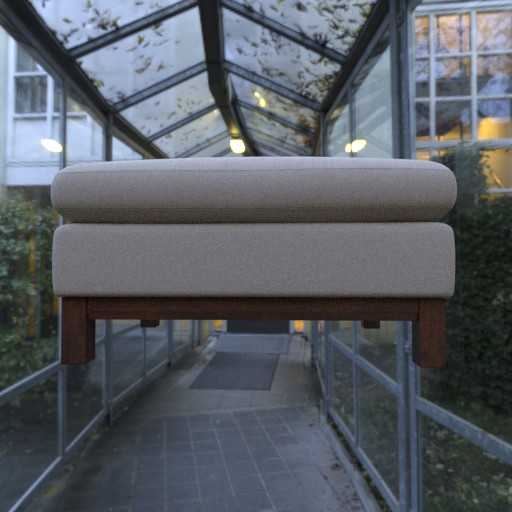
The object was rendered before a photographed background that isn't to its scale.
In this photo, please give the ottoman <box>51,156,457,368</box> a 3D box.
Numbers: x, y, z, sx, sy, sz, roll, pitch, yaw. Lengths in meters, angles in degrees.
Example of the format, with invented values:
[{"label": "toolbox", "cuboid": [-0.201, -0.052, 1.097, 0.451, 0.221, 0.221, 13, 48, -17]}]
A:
[{"label": "ottoman", "cuboid": [0.000, 0.000, 1.096, 0.771, 0.420, 0.606, 0, -1, 2]}]
